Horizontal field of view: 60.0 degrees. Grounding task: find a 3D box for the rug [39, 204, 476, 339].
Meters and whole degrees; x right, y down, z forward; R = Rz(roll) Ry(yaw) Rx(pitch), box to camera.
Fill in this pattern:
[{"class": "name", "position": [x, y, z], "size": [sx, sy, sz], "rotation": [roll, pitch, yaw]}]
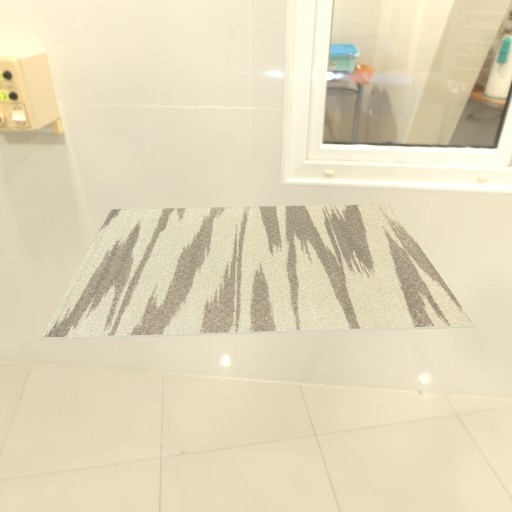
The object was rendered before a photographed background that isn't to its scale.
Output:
[{"class": "rug", "position": [0.000, 0.000, 2.363], "size": [1.827, 0.008, 1.225], "rotation": [-1, 32, -2]}]
